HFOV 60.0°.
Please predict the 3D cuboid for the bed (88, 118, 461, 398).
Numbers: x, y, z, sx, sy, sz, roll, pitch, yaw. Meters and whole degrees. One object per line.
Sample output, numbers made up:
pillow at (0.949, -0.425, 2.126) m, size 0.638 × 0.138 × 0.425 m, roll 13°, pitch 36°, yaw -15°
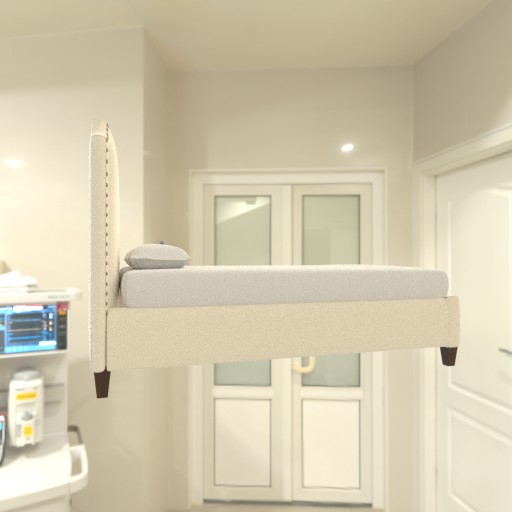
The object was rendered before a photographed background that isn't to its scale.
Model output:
bed at (0.000, 0.000, 3.424) m, size 2.372 × 1.497 × 1.712 m, roll 0°, pitch 0°, yaw -18°
